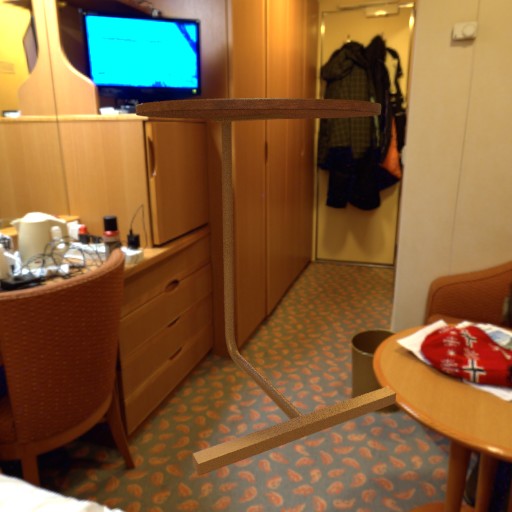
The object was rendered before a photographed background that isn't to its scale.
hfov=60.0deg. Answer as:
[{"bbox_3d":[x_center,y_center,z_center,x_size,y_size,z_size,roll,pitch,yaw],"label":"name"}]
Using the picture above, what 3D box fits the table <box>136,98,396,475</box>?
[{"bbox_3d":[0.000,0.000,1.109,0.530,0.706,0.577,-8,18,-27],"label":"table"}]
